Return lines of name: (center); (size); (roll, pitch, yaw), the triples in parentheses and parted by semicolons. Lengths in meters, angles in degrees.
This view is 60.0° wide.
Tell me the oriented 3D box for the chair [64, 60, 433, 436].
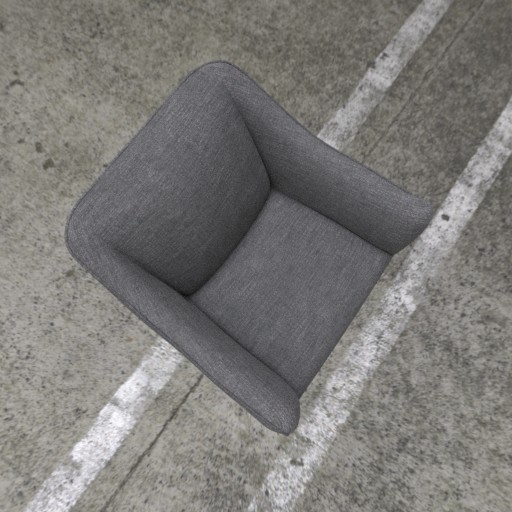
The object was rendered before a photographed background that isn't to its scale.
chair: (0.000, 0.000, 1.575); (0.851, 0.829, 0.870); (35, 78, 8)
